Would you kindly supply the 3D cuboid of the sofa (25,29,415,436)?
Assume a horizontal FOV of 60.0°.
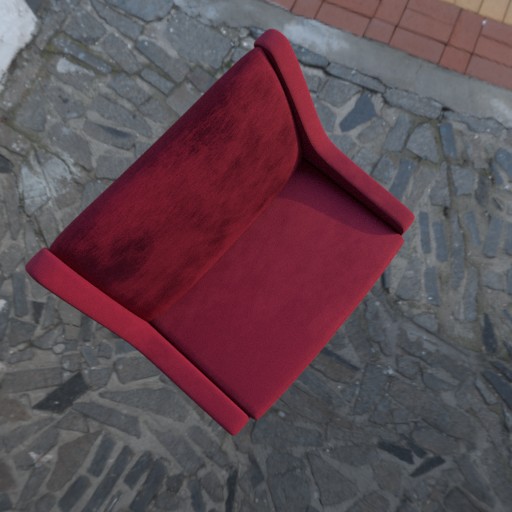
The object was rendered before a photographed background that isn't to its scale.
[{"bbox_3d":[0.000,0.000,1.921,0.946,0.976,1.242,40,79,9],"label":"sofa"}]
